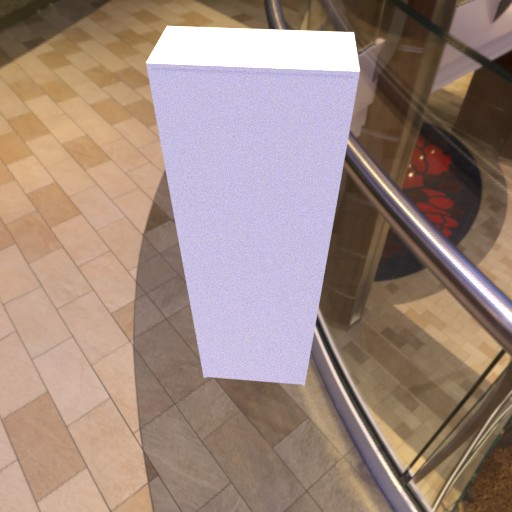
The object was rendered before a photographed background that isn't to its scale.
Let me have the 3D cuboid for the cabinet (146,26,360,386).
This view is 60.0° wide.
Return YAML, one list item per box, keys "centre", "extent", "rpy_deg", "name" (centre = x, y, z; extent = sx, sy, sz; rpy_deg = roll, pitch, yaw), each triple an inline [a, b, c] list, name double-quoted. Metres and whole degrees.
- centre: [0.000, 0.000, 1.758]
  extent: [0.520, 1.630, 0.255]
  rpy_deg: [4, 48, 3]
  name: "cabinet"
